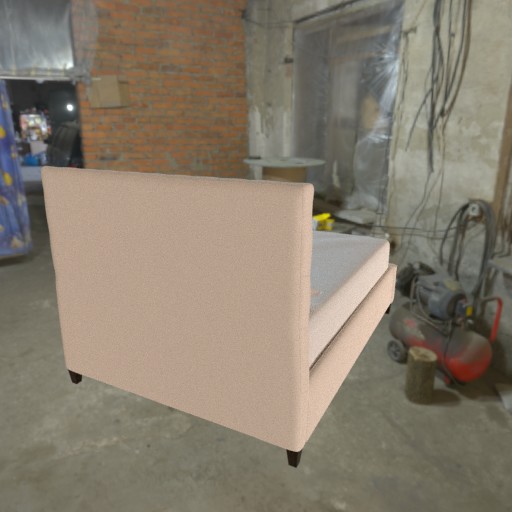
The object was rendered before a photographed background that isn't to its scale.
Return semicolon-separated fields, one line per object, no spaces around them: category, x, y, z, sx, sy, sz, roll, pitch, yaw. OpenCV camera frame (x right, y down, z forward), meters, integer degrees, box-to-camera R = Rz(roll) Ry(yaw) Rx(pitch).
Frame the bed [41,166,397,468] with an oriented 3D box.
bed;0.000;0.000;3.317;1.696;1.426;2.233;9;19;27
